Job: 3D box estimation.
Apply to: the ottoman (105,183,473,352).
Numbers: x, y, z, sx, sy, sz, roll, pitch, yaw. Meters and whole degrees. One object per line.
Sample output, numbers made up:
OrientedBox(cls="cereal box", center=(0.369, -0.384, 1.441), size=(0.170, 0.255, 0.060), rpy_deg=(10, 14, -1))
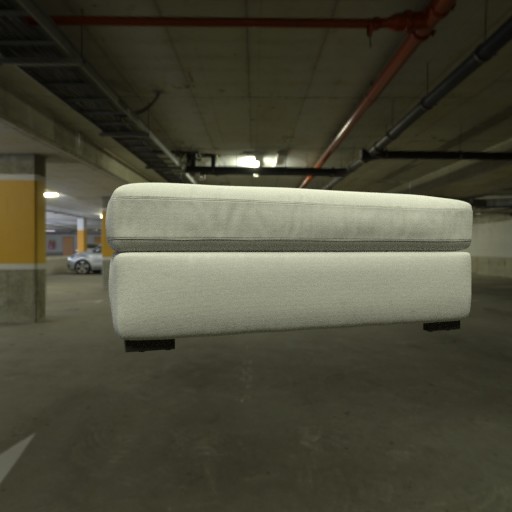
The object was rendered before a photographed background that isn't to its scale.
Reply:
OrientedBox(cls="ottoman", center=(0.000, 0.000, 1.810), size=(1.163, 0.482, 1.167), rpy_deg=(0, 1, -18))
